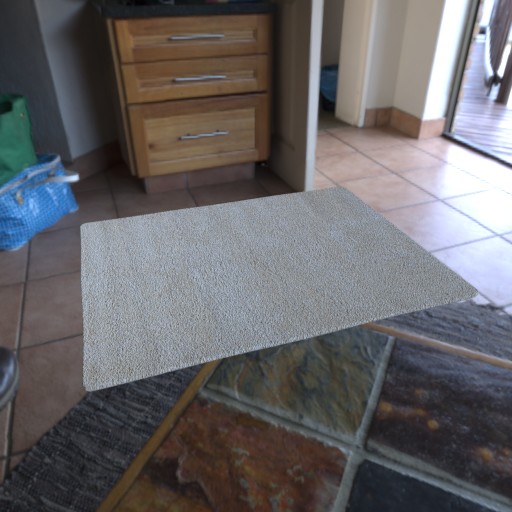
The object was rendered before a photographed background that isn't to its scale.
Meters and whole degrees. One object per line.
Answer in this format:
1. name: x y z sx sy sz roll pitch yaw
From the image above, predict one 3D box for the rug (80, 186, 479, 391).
1. rug: 0.000 0.000 2.138 1.600 0.025 1.199 -10 34 -16
